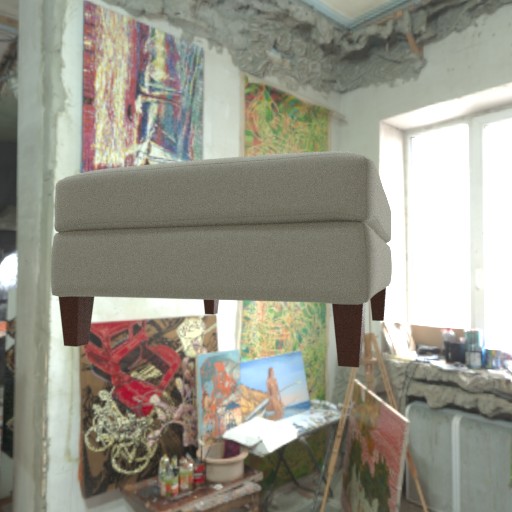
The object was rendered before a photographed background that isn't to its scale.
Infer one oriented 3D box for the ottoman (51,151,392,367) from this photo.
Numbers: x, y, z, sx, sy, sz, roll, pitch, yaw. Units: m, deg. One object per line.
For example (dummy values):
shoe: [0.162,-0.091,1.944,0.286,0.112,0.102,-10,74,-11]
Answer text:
ottoman: [0.000,0.000,1.474,0.836,0.492,0.976,-1,-2,19]
